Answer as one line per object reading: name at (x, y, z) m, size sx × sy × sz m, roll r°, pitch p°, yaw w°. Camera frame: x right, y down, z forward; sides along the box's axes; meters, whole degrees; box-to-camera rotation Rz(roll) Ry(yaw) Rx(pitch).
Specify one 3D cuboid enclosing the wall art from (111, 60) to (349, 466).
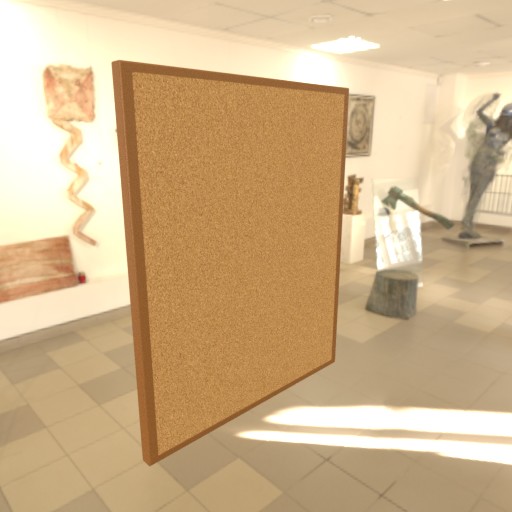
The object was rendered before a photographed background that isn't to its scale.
wall art at (0.000, 0.000, 0.504) m, size 0.310 × 0.379 × 0.015 m, roll -14°, pitch 21°, yaw -42°
